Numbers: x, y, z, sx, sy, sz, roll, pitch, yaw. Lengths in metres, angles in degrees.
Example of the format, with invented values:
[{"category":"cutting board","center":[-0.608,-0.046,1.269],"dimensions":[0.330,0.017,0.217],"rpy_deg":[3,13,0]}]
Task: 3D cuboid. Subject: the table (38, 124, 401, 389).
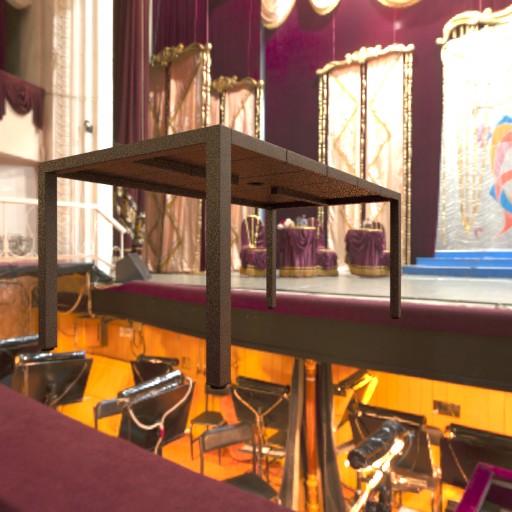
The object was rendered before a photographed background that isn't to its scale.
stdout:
[{"category":"table","center":[0.000,0.000,2.164],"dimensions":[0.914,0.735,1.680],"rpy_deg":[0,0,34]}]
